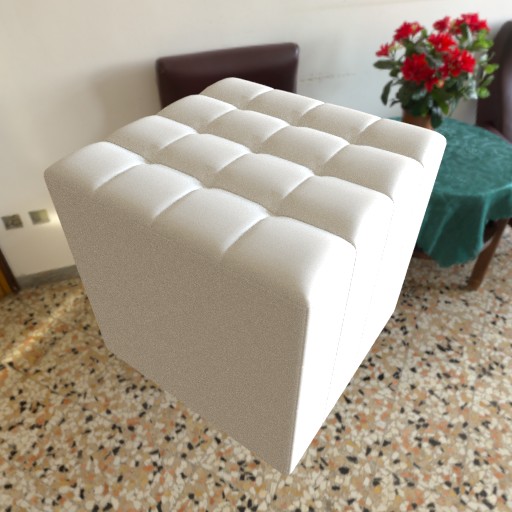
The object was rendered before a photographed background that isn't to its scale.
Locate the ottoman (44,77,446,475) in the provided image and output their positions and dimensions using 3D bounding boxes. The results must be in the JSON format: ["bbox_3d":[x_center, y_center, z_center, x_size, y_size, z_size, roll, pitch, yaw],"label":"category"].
[{"bbox_3d":[0.000,0.000,0.774,0.425,0.432,0.425,25,48,26],"label":"ottoman"}]
